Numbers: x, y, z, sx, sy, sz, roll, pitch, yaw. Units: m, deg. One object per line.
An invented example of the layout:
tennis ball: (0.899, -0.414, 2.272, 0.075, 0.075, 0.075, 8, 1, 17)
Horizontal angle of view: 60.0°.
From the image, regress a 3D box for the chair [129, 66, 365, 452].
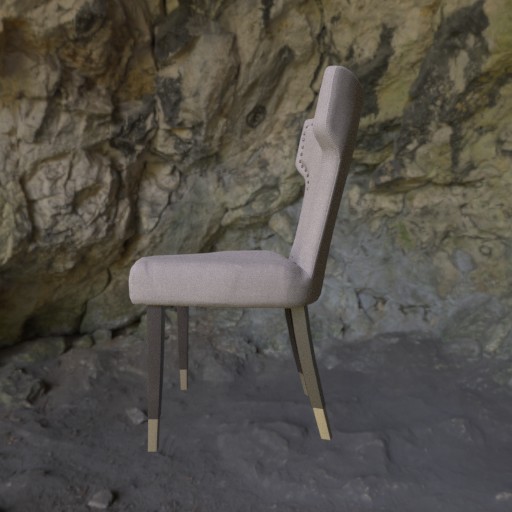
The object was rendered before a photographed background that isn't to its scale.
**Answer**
chair: (0.000, 0.000, 1.336, 0.630, 0.955, 0.526, 0, 0, 0)
